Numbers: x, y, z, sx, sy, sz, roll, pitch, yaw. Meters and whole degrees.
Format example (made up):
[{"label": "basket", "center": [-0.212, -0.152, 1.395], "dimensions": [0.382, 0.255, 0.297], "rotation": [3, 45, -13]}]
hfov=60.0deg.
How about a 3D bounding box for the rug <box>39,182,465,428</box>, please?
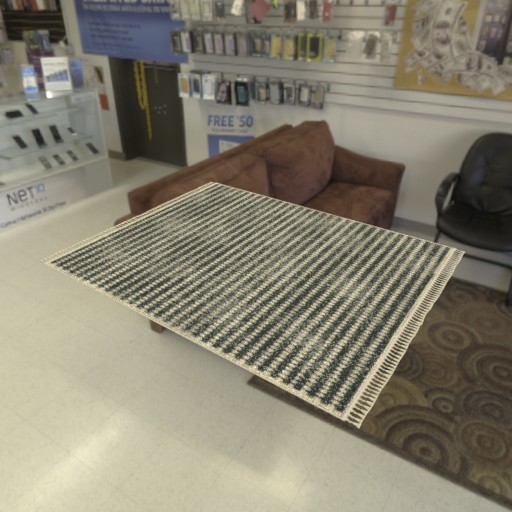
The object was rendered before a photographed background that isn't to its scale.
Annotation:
[{"label": "rug", "center": [0.000, 0.000, 3.814], "dimensions": [2.910, 0.013, 2.256], "rotation": [20, 36, 30]}]
